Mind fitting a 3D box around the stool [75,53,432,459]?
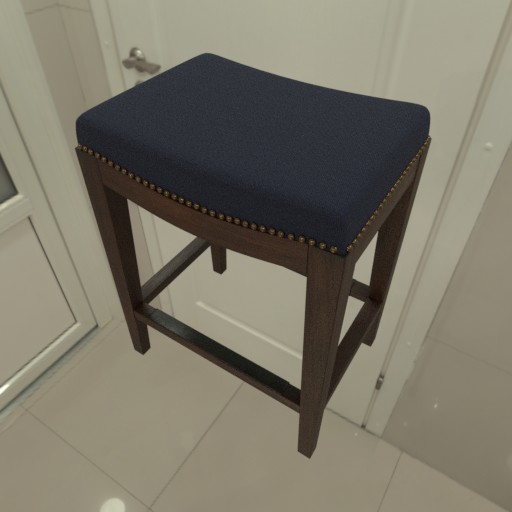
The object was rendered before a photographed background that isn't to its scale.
[{"bbox_3d":[0.000,0.000,0.916,0.500,0.642,0.361,24,49,23],"label":"stool"}]
